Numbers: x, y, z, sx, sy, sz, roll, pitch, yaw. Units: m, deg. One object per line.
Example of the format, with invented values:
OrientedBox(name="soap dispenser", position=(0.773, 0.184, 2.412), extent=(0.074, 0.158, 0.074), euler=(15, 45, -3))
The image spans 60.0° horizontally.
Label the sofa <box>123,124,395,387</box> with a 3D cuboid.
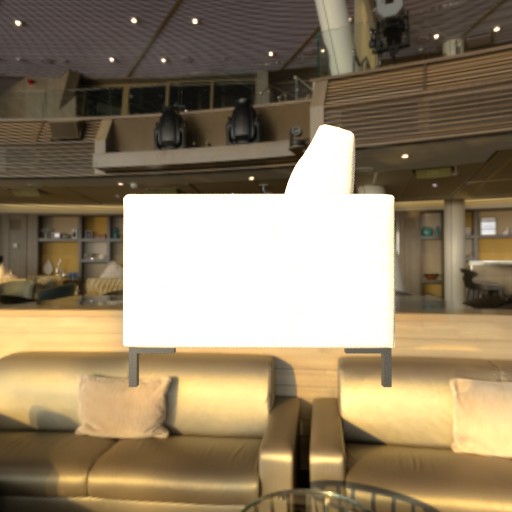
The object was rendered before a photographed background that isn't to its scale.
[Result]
OrientedBox(name="sofa", position=(0.000, 0.000, 2.118), extent=(0.839, 0.812, 1.651), euler=(0, -1, 0))
